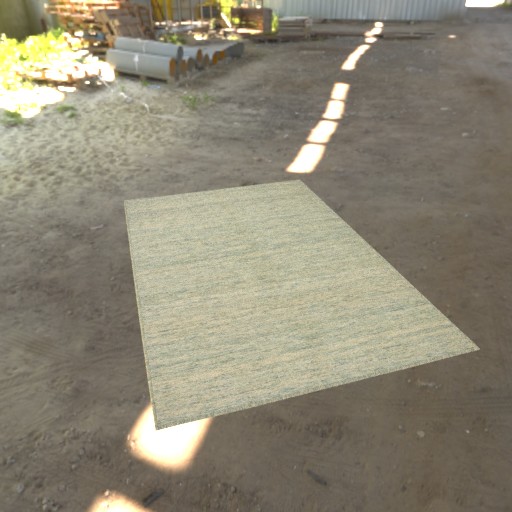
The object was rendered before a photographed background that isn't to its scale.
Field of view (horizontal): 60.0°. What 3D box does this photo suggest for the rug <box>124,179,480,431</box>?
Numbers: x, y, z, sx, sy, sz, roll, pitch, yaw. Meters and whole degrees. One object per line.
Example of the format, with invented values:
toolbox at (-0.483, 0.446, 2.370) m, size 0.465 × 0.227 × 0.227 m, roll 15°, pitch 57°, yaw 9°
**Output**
rug at (0.000, 0.000, 2.319) m, size 1.250 × 0.015 × 1.850 m, roll -9°, pitch 33°, yaw -15°
